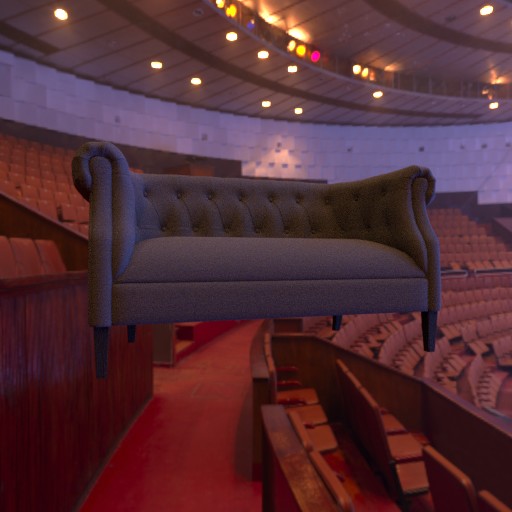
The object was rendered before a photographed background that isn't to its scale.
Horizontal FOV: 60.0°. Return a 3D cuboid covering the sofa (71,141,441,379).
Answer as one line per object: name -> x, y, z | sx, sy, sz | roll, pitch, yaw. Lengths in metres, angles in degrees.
sofa -> 0.000, 0.000, 2.059 | 1.558, 0.827, 0.835 | 0, 0, -18
